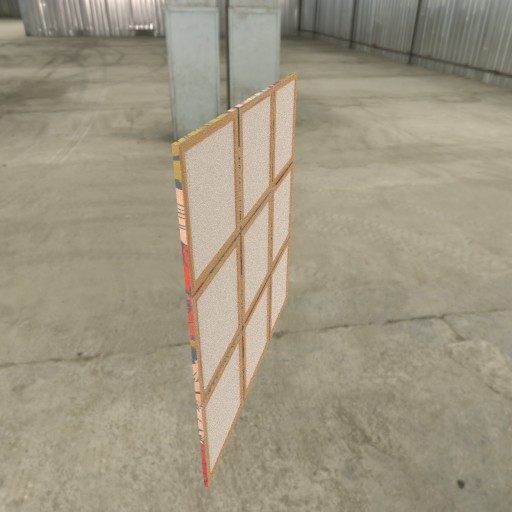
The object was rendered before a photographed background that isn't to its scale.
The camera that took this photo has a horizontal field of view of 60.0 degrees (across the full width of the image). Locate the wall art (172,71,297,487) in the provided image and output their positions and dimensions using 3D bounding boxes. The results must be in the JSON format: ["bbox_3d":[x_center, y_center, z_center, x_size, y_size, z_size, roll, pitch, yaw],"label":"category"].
[{"bbox_3d":[0.000,0.000,1.321,0.013,0.913,0.904,9,31,15],"label":"wall art"}]
